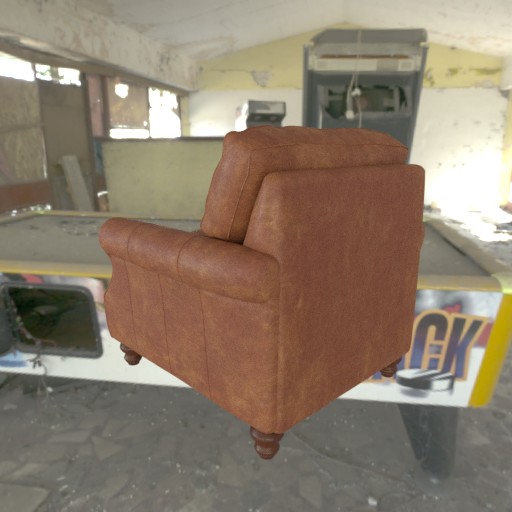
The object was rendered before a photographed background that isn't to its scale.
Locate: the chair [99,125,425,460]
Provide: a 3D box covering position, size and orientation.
[{"bbox_3d":[0.000,0.000,1.741,0.983,0.962,0.986,-13,19,-42],"label":"chair"}]
